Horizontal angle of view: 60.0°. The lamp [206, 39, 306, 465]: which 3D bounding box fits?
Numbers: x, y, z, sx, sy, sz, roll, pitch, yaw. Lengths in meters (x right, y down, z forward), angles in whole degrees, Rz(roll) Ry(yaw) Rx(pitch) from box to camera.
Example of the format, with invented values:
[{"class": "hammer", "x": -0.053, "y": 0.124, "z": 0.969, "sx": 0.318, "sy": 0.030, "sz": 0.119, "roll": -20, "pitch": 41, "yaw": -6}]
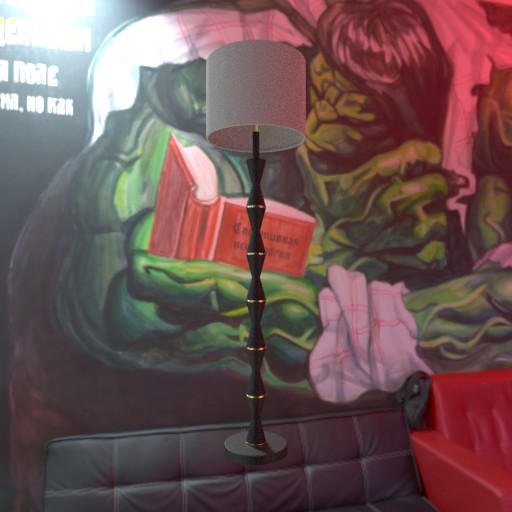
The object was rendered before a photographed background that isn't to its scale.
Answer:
[{"class": "lamp", "x": 0.000, "y": 0.000, "z": 1.696, "sx": 0.381, "sy": 1.480, "sz": 0.381, "roll": 0, "pitch": -1, "yaw": 19}]
